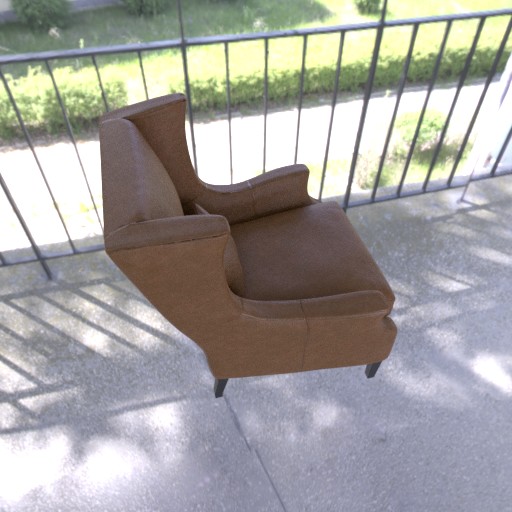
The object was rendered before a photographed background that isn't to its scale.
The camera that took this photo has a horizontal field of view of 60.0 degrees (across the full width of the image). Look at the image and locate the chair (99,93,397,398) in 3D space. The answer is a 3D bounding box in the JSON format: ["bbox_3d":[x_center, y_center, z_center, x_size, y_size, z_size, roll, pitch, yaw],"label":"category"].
[{"bbox_3d":[0.000,0.000,1.699,0.925,1.016,0.852,-11,47,-10],"label":"chair"}]
